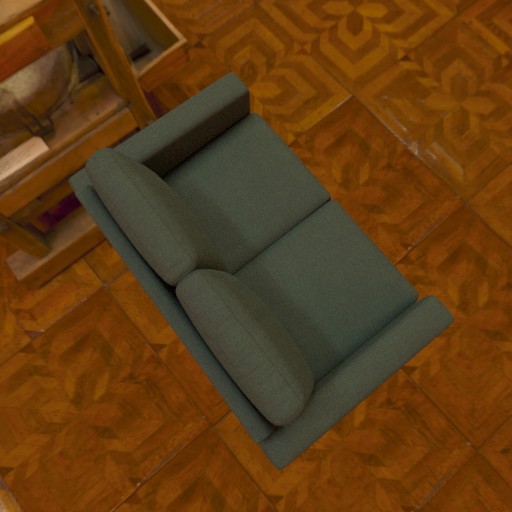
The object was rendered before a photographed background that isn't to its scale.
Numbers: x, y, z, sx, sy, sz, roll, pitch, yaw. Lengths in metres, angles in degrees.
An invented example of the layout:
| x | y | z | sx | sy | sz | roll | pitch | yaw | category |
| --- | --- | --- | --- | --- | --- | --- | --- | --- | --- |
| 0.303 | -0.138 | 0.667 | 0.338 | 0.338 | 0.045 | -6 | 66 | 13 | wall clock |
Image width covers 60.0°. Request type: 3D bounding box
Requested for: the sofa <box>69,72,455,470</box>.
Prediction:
| x | y | z | sx | sy | sz | roll | pitch | yaw | category |
| --- | --- | --- | --- | --- | --- | --- | --- | --- | --- |
| 0.000 | 0.000 | 2.030 | 0.955 | 0.903 | 1.489 | -37 | 78 | -9 | sofa |
